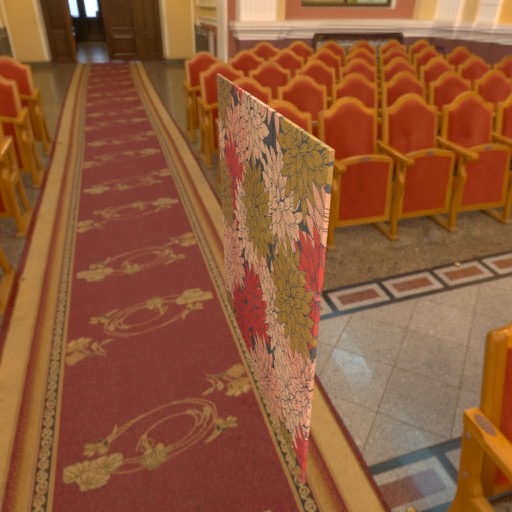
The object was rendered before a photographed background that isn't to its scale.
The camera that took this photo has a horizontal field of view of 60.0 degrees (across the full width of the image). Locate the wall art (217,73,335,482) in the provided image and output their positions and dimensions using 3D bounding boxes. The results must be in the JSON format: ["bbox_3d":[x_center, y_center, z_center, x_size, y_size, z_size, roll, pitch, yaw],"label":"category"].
[{"bbox_3d":[0.000,0.000,1.794,0.013,1.218,1.206,-8,31,-14],"label":"wall art"}]
